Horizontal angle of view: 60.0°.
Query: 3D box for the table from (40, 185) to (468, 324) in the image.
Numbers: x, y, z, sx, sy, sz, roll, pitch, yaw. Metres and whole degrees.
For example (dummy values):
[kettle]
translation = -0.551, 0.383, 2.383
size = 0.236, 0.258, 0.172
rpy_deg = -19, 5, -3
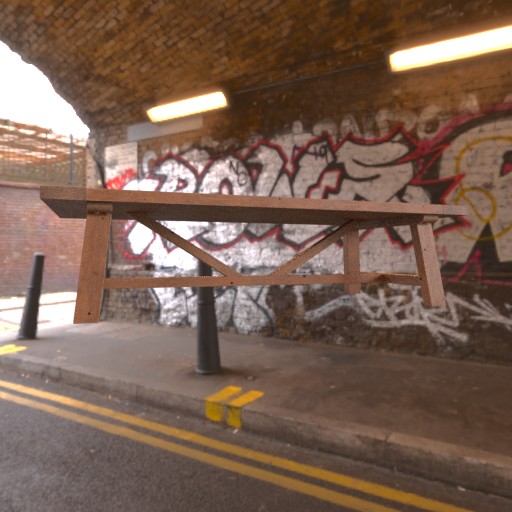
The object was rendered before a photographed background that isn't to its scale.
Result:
[table]
translation = 0.000, 0.000, 2.144
size = 1.800, 0.465, 0.820
rpy_deg = 0, 0, -20
